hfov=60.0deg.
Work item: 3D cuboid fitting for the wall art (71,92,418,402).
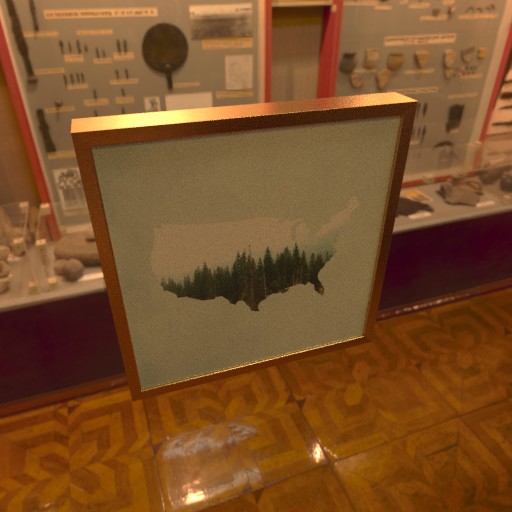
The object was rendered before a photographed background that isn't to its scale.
[{"bbox_3d":[0.000,0.000,0.469,0.304,0.304,0.038,-10,34,-15],"label":"wall art"}]
